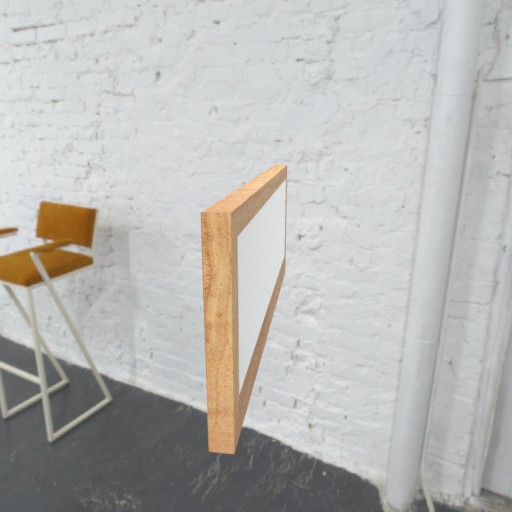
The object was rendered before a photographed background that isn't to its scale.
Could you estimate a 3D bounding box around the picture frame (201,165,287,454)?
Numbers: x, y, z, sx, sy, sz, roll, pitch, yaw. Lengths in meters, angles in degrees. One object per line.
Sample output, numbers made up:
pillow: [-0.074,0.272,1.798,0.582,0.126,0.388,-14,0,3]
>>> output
picture frame: [0.000,0.000,0.675,0.045,0.234,0.582,2,16,8]
